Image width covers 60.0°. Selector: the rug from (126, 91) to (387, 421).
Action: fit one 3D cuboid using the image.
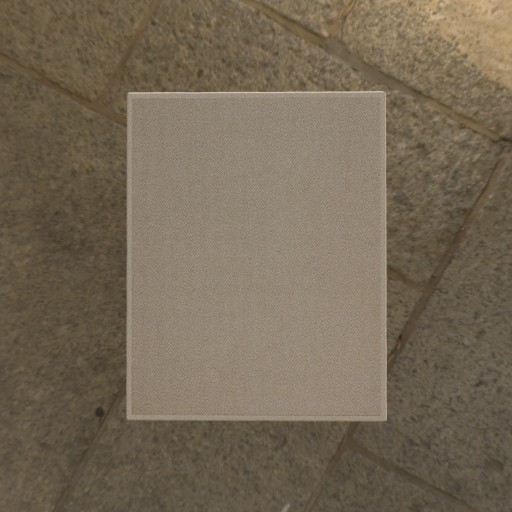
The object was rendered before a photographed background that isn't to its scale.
[{"bbox_3d":[0.000,0.000,4.110,2.407,0.020,3.051,0,89,1],"label":"rug"}]
